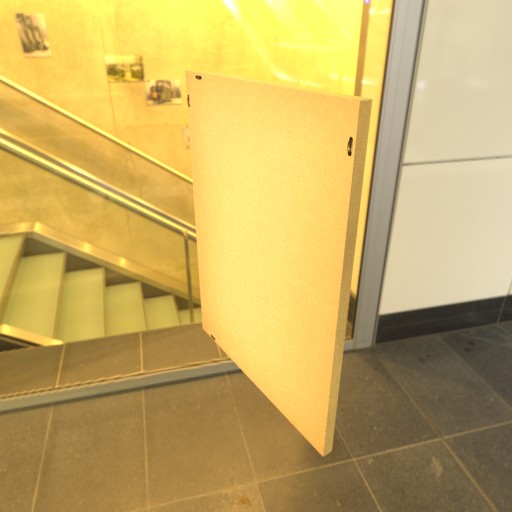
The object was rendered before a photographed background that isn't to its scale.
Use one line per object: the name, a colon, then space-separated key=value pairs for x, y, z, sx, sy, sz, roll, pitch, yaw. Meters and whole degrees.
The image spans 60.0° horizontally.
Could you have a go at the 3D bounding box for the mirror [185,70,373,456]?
mirror: x=0.000 y=0.000 z=1.377 sx=0.040 sy=1.016 sz=0.762 roll=-17 pitch=32 yaw=-30
